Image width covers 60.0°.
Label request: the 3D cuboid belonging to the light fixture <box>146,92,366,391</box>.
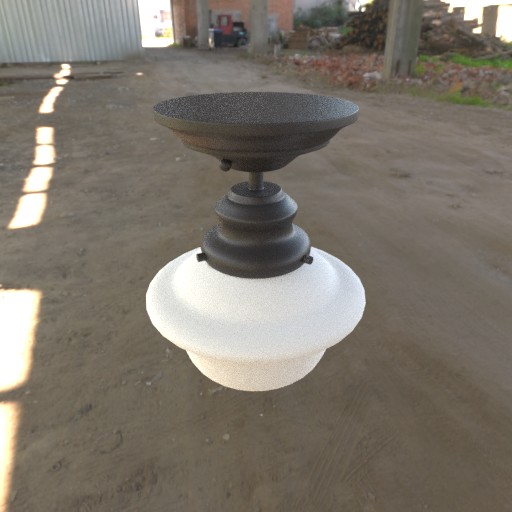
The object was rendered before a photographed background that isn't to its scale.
[{"bbox_3d":[0.000,0.000,0.389,0.197,0.254,0.197,0,27,0],"label":"light fixture"}]
